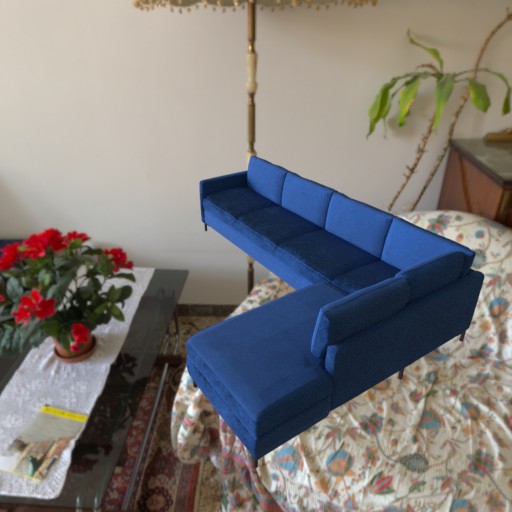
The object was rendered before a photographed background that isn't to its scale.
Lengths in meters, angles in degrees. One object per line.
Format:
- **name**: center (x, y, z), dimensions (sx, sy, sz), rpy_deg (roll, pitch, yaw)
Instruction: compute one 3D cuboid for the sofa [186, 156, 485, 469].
- **sofa**: center (0.000, 0.000, 3.204), dimensions (1.707, 0.687, 2.486), rpy_deg (-18, 34, -29)
